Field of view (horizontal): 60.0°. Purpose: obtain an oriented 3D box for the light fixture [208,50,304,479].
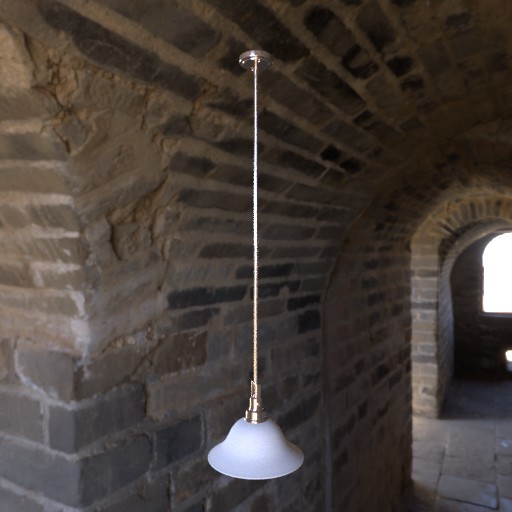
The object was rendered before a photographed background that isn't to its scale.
[{"bbox_3d":[0.000,0.000,1.508,0.324,1.354,0.324,0,-1,-19],"label":"light fixture"}]
